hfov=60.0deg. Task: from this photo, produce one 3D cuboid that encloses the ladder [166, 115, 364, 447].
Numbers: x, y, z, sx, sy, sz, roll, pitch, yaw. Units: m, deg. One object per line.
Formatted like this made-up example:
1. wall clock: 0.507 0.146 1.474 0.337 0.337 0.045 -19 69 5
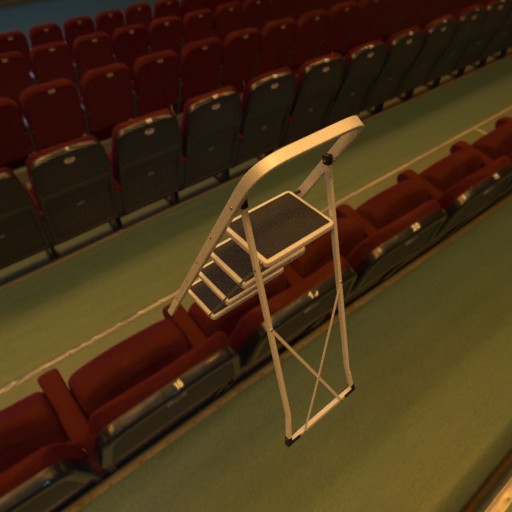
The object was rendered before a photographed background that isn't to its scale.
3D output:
1. ladder: 0.000 0.000 1.703 0.460 1.265 0.914 -30 53 -26
